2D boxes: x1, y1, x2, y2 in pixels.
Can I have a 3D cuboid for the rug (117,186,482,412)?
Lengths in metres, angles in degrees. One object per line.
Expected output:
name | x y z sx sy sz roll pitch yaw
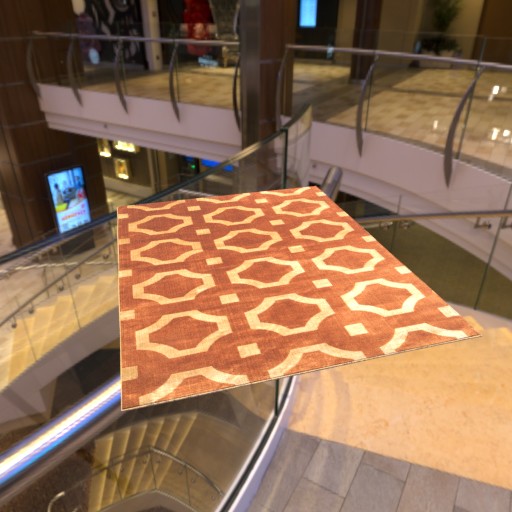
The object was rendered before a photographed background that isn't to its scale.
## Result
rug | 0.000 0.000 4.105 2.466 0.021 3.049 -8 31 -14
